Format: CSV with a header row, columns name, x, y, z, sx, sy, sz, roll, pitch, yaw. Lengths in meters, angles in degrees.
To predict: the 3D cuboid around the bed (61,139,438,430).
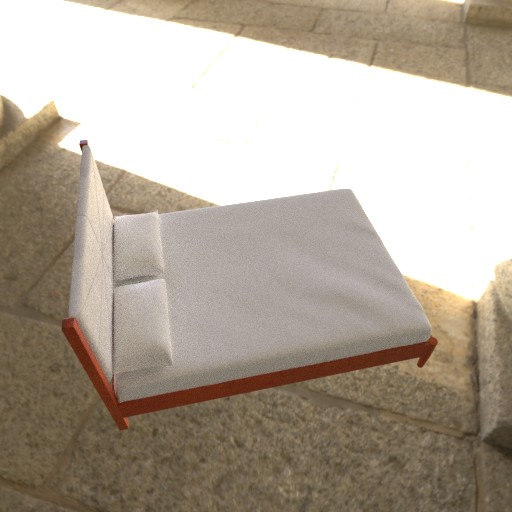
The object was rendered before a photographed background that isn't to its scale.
name,x,y,z,sx,sy,sz,roll,pitch,yaw
bed,0.000,0.000,3.069,2.117,1.165,1.566,-9,48,-8
